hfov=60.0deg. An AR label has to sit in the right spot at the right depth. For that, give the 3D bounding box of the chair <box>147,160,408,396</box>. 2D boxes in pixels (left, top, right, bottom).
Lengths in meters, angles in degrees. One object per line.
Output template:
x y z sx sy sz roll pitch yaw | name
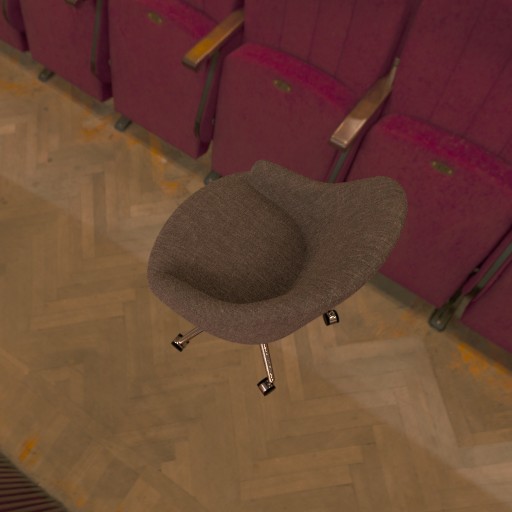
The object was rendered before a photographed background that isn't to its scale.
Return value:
0.000 0.000 1.430 0.712 0.950 0.671 34 68 15 | chair
